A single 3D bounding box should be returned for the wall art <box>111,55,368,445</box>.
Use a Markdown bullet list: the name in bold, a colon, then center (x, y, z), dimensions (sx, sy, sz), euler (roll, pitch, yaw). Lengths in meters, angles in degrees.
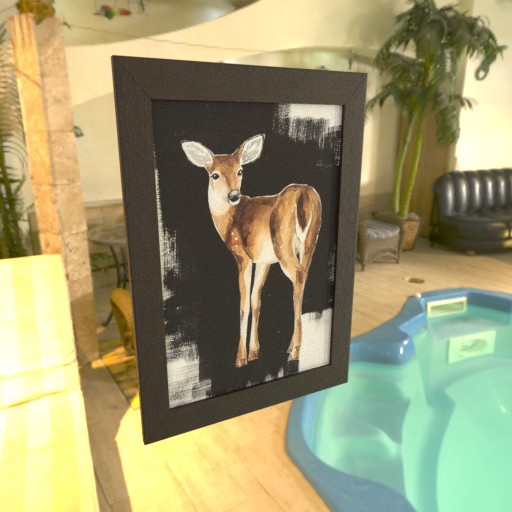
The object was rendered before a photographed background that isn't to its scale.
- **wall art**: center (0.000, 0.000, 0.639), dimensions (0.359, 0.508, 0.013), euler (-8, 18, -26)
